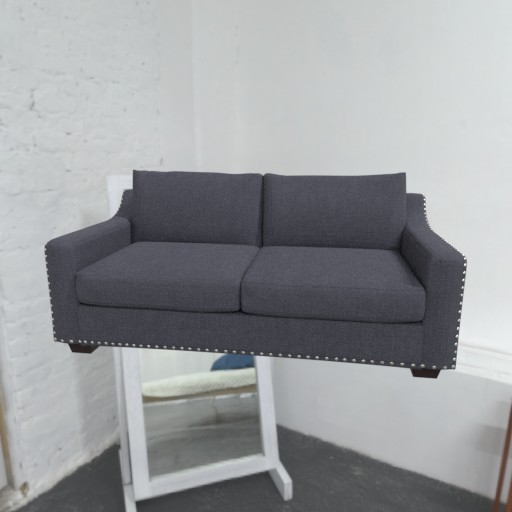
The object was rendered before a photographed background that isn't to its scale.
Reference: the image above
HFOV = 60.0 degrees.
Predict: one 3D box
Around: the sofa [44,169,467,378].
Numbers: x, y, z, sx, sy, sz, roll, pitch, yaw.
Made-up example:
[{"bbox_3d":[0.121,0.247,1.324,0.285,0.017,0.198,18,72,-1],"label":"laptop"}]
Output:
[{"bbox_3d":[0.000,0.000,3.248,2.550,1.196,1.336,2,14,9],"label":"sofa"}]
